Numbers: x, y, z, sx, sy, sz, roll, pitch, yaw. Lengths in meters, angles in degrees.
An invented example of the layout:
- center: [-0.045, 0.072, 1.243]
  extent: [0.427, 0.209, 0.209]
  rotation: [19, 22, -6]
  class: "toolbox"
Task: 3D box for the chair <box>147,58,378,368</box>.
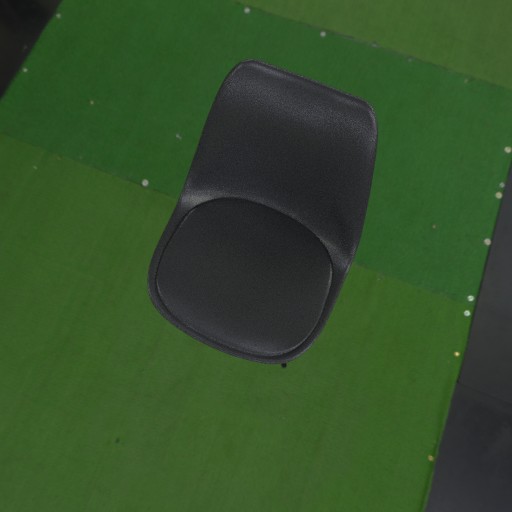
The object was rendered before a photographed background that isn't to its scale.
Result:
- center: [0.000, 0.000, 1.173]
  extent: [0.461, 0.850, 0.525]
  rotation: [23, 76, 6]
  class: "chair"
